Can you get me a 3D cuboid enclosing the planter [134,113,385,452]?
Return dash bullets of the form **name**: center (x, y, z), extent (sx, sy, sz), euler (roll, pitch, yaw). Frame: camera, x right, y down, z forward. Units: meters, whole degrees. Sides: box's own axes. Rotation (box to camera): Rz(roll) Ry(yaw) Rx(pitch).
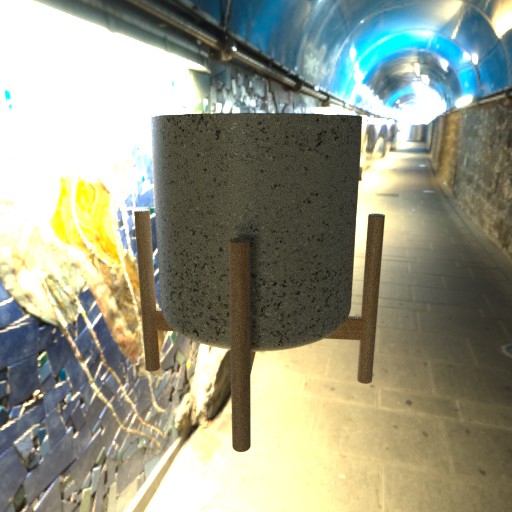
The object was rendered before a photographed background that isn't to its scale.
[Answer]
- **planter**: center (0.000, 0.000, 0.701), extent (0.360, 0.419, 0.360), euler (8, 18, 27)
